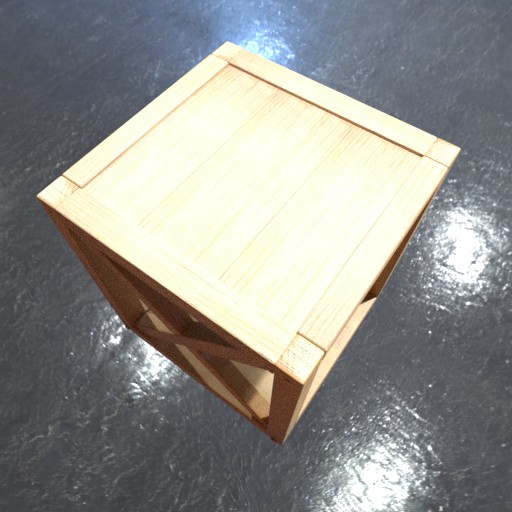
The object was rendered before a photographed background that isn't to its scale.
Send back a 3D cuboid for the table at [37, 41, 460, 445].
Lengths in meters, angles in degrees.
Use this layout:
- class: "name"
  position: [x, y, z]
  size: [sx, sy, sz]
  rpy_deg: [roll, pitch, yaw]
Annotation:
- class: "table"
  position: [0.000, 0.000, 1.065]
  size: [0.559, 0.610, 0.558]
  rpy_deg: [32, 65, 17]
